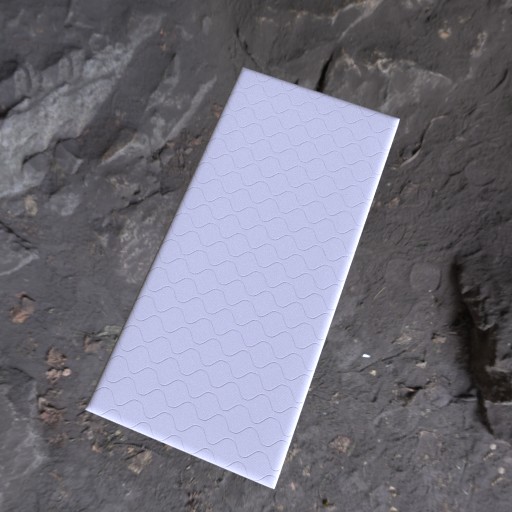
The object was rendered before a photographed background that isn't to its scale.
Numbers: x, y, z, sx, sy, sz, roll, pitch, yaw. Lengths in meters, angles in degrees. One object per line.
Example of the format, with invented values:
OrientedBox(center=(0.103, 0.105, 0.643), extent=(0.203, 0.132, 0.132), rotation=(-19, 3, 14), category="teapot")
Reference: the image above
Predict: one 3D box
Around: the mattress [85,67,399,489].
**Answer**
OrientedBox(center=(0.000, 0.000, 2.222), extent=(0.900, 0.200, 1.900), rotation=(20, 76, 5), category="mattress")
